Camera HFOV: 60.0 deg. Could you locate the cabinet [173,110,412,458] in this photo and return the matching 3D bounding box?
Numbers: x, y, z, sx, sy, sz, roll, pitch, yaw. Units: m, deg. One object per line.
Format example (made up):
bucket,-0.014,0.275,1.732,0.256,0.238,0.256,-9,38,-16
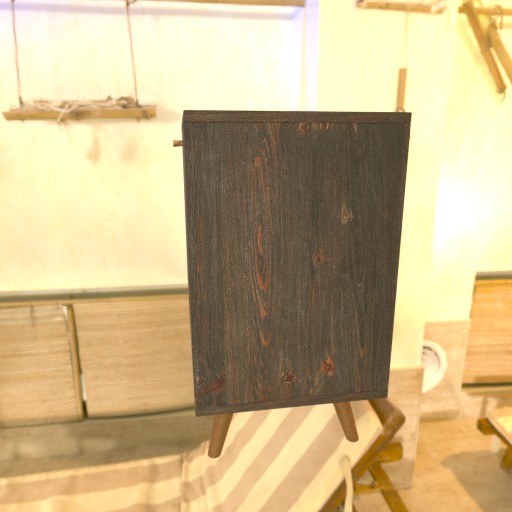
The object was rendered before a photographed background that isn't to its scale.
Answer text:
cabinet,0.000,0.000,1.533,0.529,0.897,1.023,-2,15,-9
